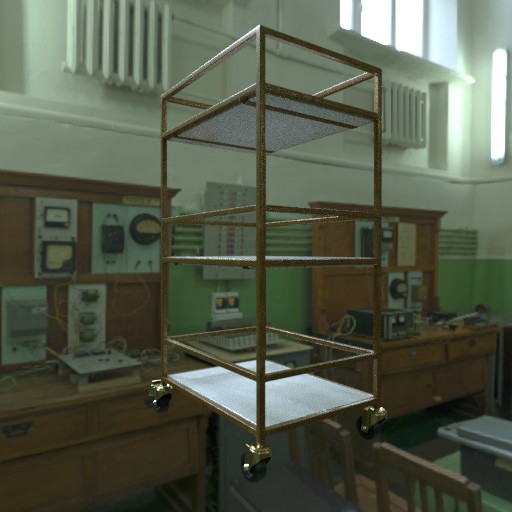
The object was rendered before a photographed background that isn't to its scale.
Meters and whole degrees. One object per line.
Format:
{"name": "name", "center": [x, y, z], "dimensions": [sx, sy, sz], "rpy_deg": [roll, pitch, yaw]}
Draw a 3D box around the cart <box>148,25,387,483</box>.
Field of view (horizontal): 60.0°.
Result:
{"name": "cart", "center": [0.000, 0.000, 1.000], "dimensions": [0.332, 0.761, 0.483], "rpy_deg": [0, 1, -35]}
